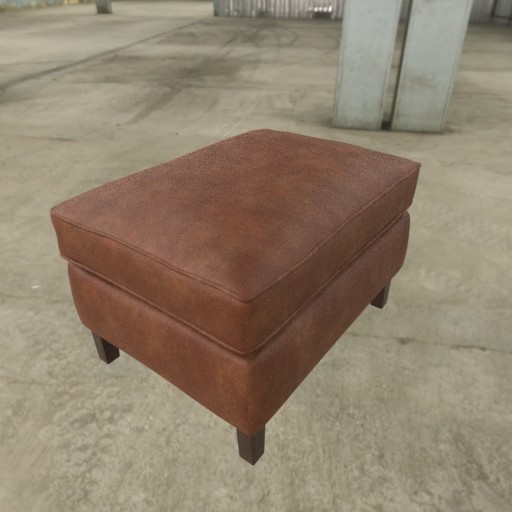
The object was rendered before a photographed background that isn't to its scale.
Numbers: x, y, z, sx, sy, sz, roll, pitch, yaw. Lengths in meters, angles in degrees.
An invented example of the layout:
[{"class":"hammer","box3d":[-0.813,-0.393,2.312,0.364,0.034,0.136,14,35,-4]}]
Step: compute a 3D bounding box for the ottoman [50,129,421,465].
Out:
[{"class":"ottoman","box3d":[0.000,0.000,0.986,0.501,0.418,0.665,22,38,31]}]
